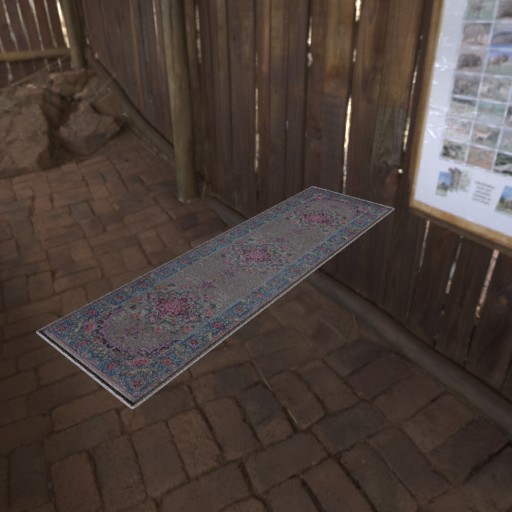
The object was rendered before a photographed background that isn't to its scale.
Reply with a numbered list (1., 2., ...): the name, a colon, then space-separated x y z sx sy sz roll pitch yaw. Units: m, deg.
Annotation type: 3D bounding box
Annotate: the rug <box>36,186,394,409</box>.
1. rug: 0.000 0.000 2.048 0.553 0.012 1.827 22 37 33
